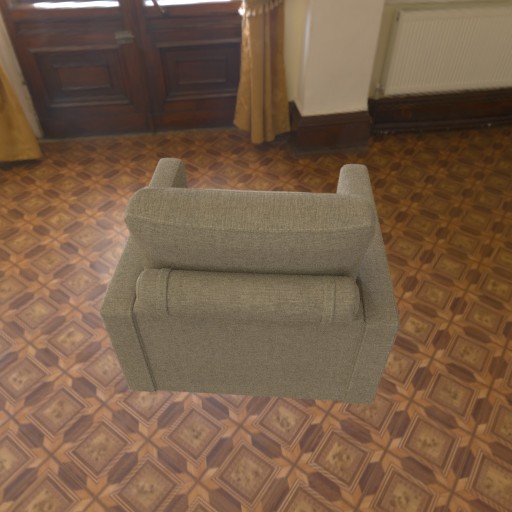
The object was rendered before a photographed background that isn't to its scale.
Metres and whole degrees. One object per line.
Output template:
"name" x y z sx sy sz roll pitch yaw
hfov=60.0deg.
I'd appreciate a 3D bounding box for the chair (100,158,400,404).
"chair" 0.000 0.000 1.541 0.821 0.880 0.843 2 44 3
